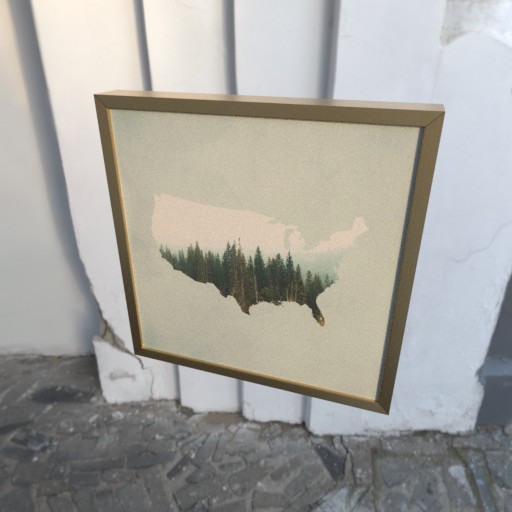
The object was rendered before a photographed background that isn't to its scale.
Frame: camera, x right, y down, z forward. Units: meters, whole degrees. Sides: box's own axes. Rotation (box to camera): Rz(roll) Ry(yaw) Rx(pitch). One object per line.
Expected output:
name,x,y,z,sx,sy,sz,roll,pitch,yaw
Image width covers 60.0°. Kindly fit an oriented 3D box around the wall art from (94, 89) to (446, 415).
wall art,0.000,0.000,0.451,0.304,0.304,0.038,9,28,17
